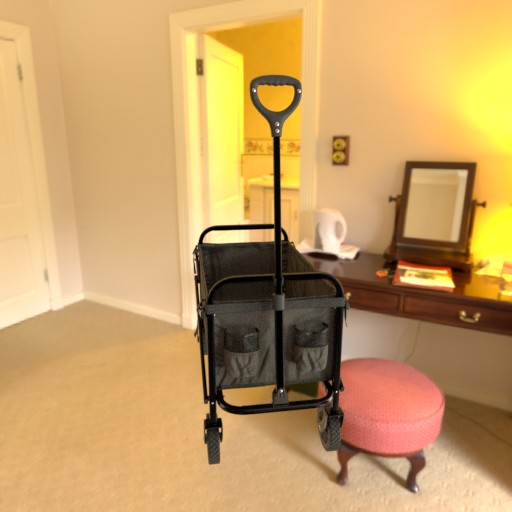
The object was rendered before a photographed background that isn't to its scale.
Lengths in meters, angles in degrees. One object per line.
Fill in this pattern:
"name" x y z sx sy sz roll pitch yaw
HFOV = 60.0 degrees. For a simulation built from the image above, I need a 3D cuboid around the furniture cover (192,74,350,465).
"furniture cover" 0.000 0.000 1.815 0.532 1.295 1.038 -2 15 -9
